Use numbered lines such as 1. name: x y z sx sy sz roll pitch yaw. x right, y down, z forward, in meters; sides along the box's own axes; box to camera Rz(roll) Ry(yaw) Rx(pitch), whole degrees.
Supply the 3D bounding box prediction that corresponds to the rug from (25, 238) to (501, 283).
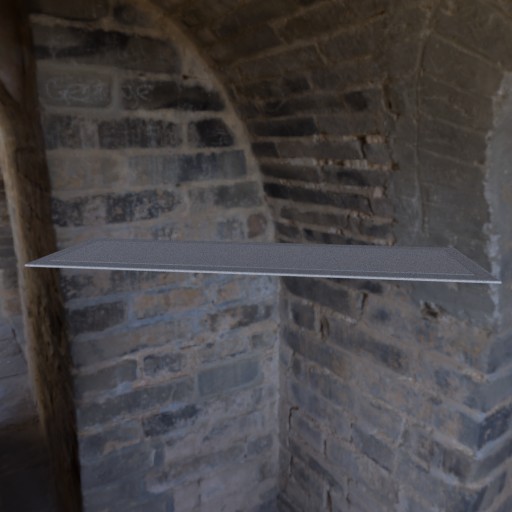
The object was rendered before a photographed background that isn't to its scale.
1. rug: 0.000 0.000 2.599 2.430 0.012 0.759 2 13 7
